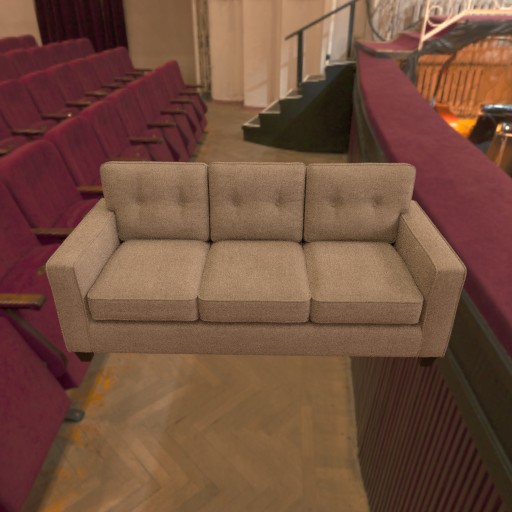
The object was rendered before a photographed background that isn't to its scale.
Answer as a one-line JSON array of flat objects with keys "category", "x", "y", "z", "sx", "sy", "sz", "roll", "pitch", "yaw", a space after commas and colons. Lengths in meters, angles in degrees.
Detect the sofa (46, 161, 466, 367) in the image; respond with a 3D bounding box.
[{"category": "sofa", "x": 0.000, "y": 0.000, "z": 2.669, "sx": 2.133, "sy": 0.965, "sz": 0.939, "roll": 1, "pitch": 29, "yaw": 1}]
